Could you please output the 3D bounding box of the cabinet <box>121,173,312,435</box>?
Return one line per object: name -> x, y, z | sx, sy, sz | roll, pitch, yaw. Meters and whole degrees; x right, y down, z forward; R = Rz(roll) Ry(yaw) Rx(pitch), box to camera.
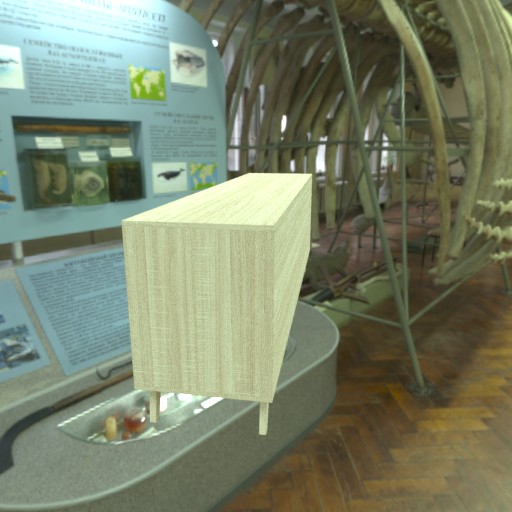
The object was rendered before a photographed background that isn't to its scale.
cabinet -> 0.000, 0.000, 2.545 | 0.500, 0.780, 2.200 | 3, 15, 10
